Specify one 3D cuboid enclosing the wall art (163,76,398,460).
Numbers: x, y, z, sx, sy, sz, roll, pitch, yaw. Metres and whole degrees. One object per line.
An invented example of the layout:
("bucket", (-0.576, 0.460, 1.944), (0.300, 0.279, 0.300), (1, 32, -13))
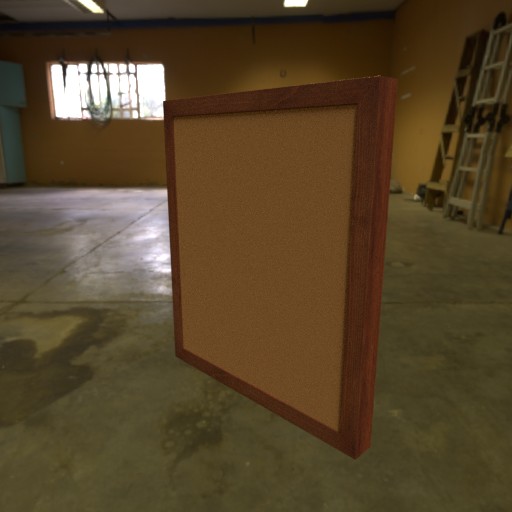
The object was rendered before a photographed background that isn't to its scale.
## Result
("wall art", (0.000, 0.000, 0.547), (0.030, 0.381, 0.330), (-14, 20, -43))
